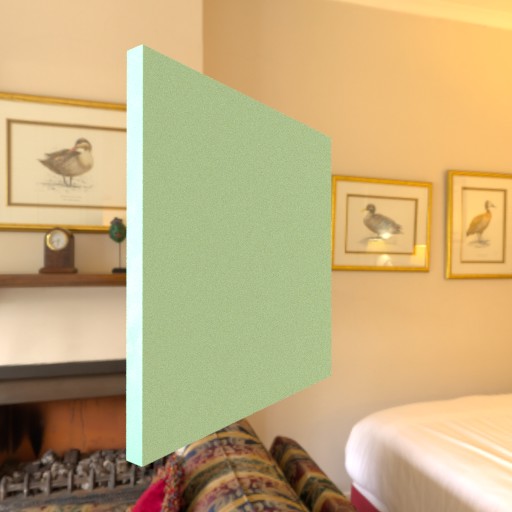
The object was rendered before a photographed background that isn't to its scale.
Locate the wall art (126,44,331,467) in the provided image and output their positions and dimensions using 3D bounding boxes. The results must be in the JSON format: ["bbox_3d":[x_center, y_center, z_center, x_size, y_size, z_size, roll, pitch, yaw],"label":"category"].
[{"bbox_3d":[0.000,0.000,0.886,0.036,0.603,0.603,0,0,36],"label":"wall art"}]
